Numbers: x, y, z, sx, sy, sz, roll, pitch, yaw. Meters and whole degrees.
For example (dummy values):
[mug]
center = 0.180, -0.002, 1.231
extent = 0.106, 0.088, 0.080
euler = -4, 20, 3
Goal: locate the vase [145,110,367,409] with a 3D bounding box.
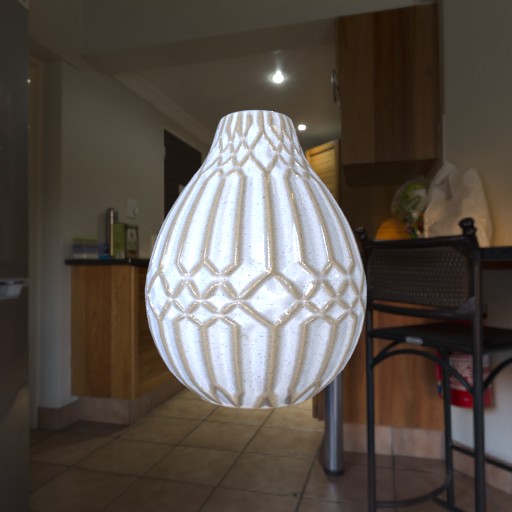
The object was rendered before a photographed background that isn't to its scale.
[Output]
[vase]
center = 0.000, 0.000, 0.328
extent = 0.159, 0.200, 0.159
euler = 0, 0, 0
